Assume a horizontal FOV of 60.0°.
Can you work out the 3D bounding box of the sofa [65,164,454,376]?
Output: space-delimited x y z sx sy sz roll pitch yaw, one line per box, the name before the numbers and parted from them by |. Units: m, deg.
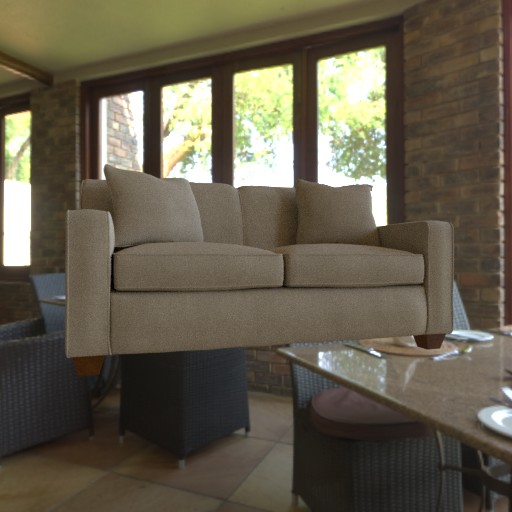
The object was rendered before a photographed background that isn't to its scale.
sofa | 0.000 0.000 2.411 1.846 0.958 0.998 0 0 -18
